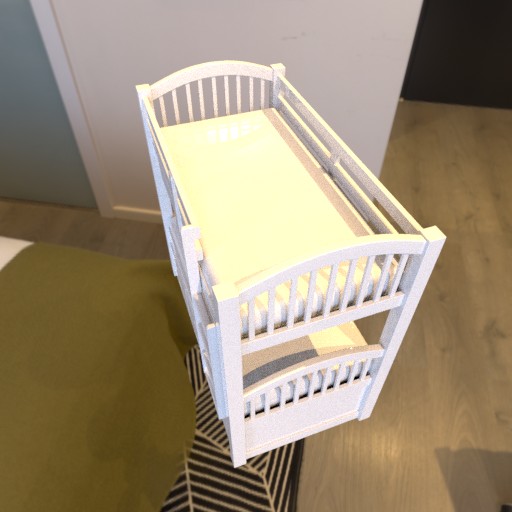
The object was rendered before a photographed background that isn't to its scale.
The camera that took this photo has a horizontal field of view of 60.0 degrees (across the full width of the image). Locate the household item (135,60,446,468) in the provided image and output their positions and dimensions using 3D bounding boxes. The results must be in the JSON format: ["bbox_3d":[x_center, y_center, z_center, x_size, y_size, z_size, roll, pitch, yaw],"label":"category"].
[{"bbox_3d":[0.000,0.000,3.237,1.143,2.032,2.032,-15,48,-14],"label":"household item"}]
